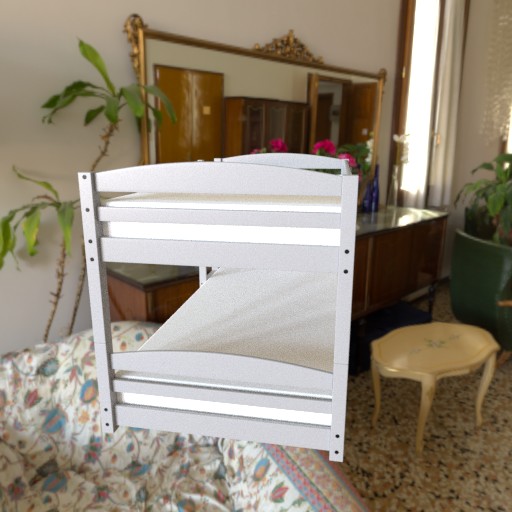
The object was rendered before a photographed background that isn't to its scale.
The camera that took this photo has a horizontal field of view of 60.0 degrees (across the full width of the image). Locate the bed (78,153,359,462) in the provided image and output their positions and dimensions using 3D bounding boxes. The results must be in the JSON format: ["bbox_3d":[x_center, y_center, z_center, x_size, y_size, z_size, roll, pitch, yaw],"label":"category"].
[{"bbox_3d":[0.000,0.000,2.733,1.105,1.206,2.013,3,14,10],"label":"bed"}]
